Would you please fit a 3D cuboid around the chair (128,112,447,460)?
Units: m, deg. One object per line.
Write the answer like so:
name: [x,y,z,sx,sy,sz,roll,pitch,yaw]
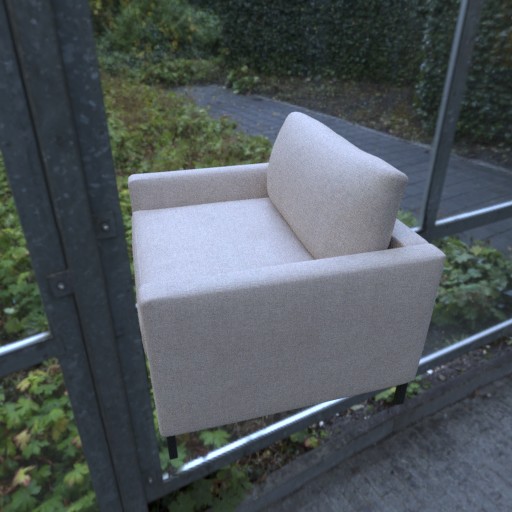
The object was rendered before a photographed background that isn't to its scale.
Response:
chair: [0.000,0.000,1.621,0.866,0.861,0.963,-8,30,-14]
